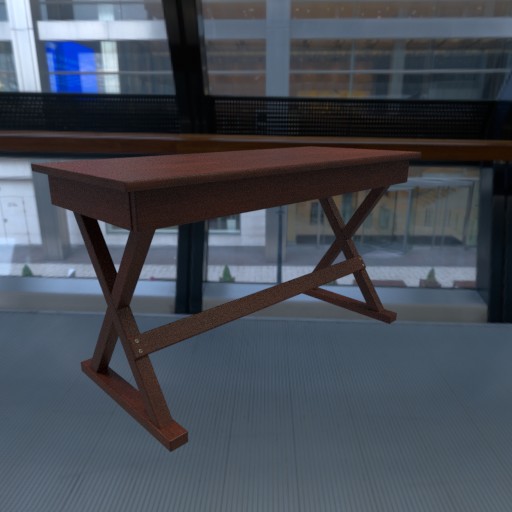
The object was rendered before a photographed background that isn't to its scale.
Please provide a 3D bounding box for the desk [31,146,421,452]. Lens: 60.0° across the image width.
[{"bbox_3d":[0.000,0.000,1.740,1.372,0.761,0.600,-16,23,-42],"label":"desk"}]
